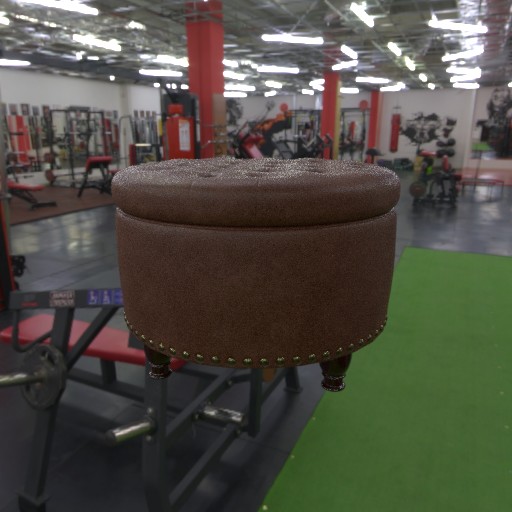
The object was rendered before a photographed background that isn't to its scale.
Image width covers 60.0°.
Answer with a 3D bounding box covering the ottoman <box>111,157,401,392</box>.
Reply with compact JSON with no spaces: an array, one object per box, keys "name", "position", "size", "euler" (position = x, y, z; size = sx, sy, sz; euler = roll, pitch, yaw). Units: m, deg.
[{"name":"ottoman","position":[0.000,0.000,1.069],"size":[0.637,0.442,0.637],"euler":[0,16,0]}]
